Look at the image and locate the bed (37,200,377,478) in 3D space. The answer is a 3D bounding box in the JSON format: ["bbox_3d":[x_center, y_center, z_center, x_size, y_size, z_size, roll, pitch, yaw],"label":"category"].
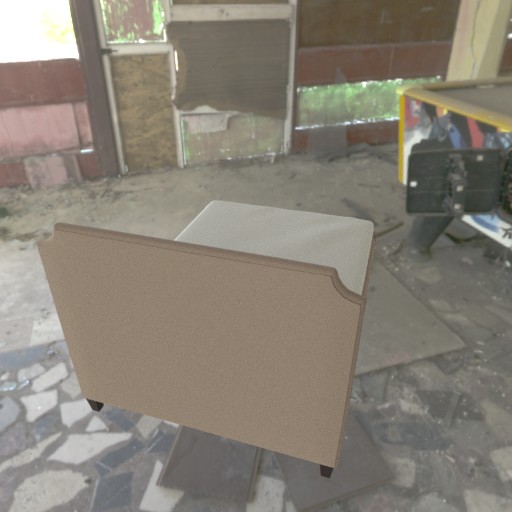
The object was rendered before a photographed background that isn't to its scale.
[{"bbox_3d":[0.000,0.000,3.353,1.713,1.443,2.372,9,33,15],"label":"bed"}]
